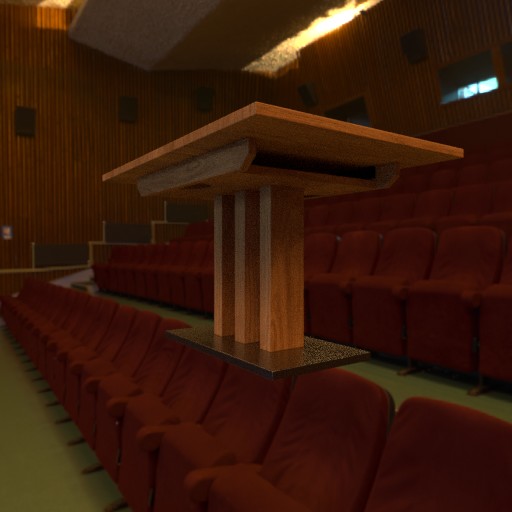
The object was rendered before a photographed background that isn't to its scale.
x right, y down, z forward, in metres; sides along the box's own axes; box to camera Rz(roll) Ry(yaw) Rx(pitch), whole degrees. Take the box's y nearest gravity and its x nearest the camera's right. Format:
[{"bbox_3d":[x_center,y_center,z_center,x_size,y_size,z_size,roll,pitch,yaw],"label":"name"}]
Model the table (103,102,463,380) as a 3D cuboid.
[{"bbox_3d":[0.000,0.000,1.864,0.900,0.770,1.300,-1,1,-35],"label":"table"}]
